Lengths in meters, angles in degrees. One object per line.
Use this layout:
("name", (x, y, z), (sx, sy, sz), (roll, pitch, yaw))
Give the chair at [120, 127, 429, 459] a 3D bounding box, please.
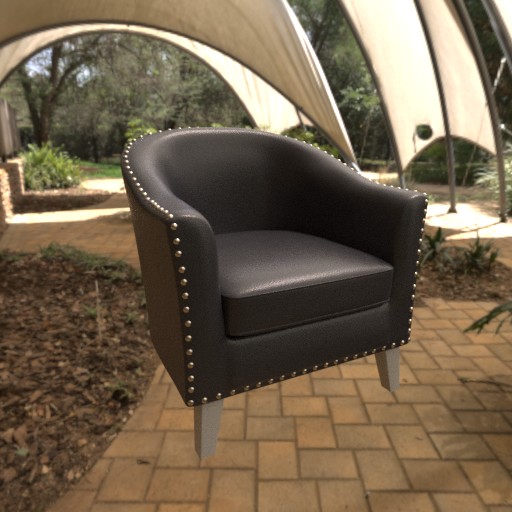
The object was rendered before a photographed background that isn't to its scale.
("chair", (0.000, 0.000, 1.455), (0.794, 0.823, 0.748), (-8, 17, -27))
